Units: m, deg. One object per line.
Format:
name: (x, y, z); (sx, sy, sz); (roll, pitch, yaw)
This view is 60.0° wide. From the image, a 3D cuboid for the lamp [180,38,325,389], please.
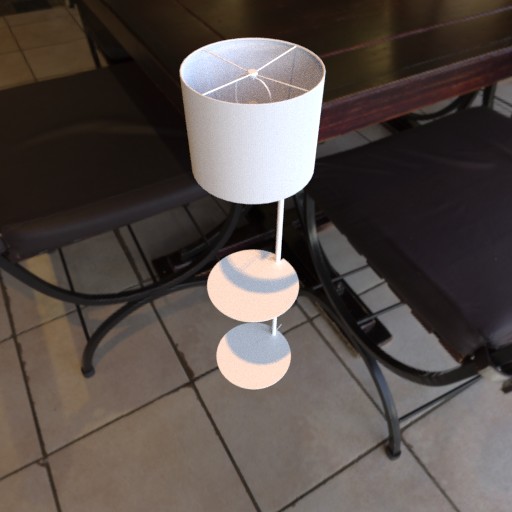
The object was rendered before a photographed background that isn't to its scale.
lamp: (0.000, 0.000, 1.687); (0.372, 1.465, 0.405); (33, 56, 26)
